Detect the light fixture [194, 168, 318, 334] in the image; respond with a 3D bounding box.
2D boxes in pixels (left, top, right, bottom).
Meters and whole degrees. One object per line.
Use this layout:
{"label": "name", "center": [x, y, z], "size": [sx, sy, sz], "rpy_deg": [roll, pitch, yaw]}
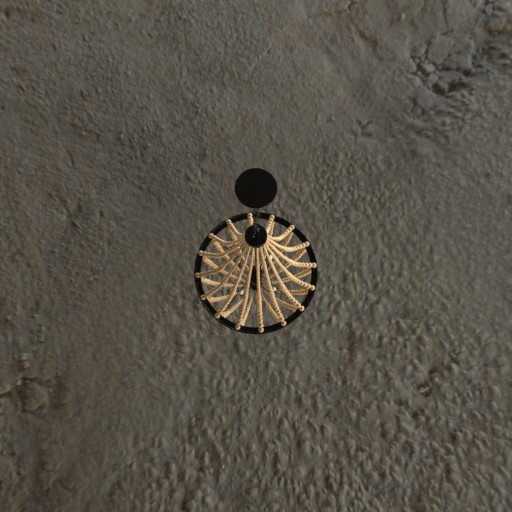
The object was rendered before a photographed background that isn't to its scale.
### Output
{"label": "light fixture", "center": [0.000, 0.000, 1.363], "size": [0.450, 1.133, 0.450], "rpy_deg": [0, 77, 0]}
